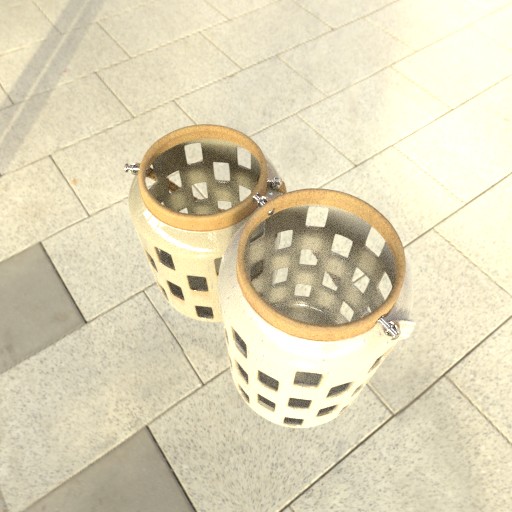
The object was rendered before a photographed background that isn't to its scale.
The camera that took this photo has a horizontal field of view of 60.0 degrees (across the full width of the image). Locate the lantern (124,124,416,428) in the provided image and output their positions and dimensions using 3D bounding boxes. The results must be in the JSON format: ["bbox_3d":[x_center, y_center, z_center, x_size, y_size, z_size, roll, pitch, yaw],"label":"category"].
[{"bbox_3d":[0.000,0.000,0.487,0.184,0.255,0.347,-34,64,-19],"label":"lantern"}]
